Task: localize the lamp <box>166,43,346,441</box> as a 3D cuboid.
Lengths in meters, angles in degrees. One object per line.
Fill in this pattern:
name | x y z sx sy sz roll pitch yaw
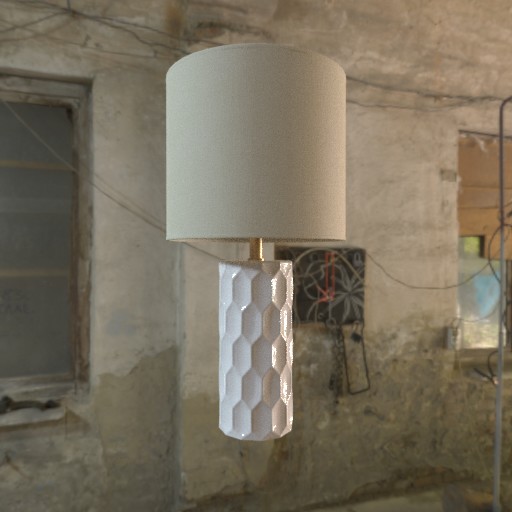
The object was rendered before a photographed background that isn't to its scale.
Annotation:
lamp | 0.000 0.000 0.696 0.277 0.537 0.277 0 1 36
